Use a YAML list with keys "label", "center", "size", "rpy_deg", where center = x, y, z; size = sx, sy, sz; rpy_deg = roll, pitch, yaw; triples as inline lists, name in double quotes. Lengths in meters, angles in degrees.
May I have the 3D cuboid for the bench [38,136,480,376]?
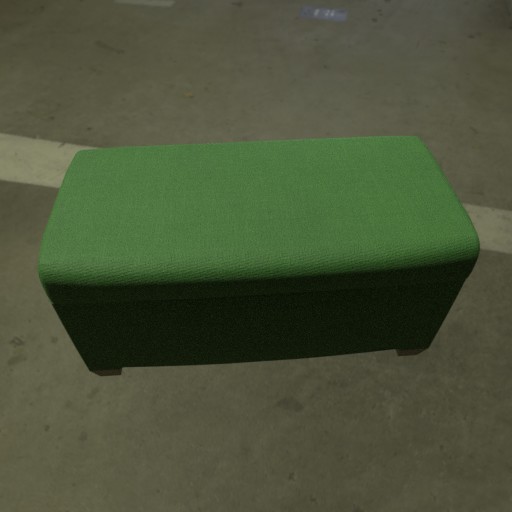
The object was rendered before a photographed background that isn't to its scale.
- label: "bench"
  center: [0.000, 0.000, 1.260]
  size: [0.989, 0.501, 0.505]
  rpy_deg: [-3, 47, -3]
